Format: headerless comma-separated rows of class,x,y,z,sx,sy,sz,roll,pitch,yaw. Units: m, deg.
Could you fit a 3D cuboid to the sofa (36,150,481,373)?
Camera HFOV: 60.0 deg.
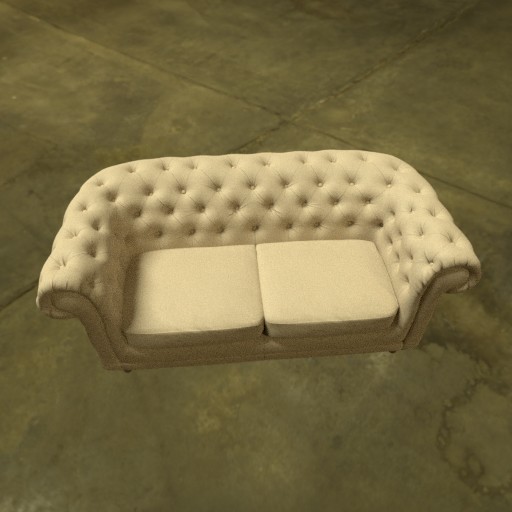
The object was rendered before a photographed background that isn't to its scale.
sofa,0.000,0.000,2.498,1.988,0.835,1.069,-3,45,-3
